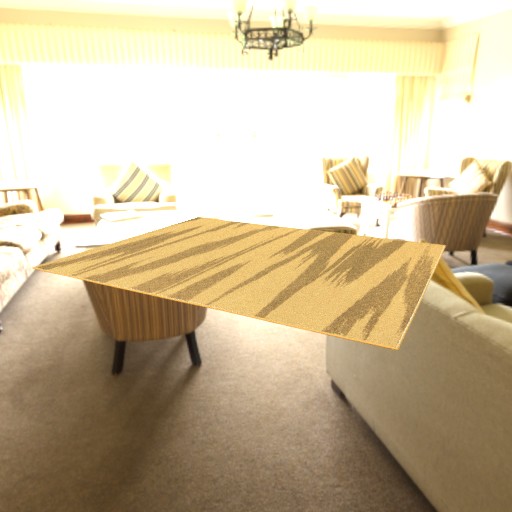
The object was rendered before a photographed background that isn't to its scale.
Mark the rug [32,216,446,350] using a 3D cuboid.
[{"bbox_3d":[0.000,0.000,3.980,2.945,0.014,2.353,9,19,27],"label":"rug"}]
